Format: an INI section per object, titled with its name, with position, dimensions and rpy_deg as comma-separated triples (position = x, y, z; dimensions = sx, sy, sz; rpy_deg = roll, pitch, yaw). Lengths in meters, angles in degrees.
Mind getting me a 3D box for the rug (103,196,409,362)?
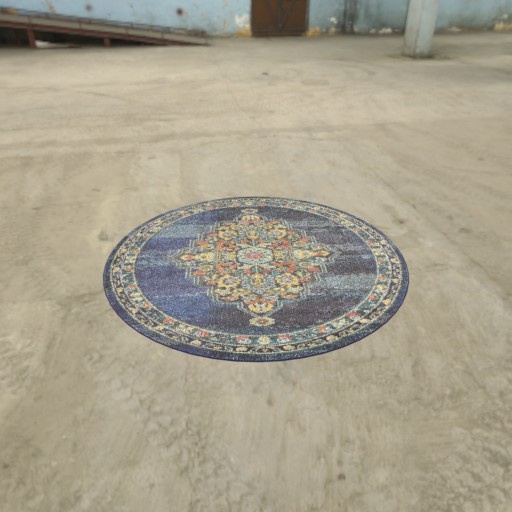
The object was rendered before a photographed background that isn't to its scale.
[rug]
position = 0.000, 0.000, 3.599
dimensions = 2.386, 0.014, 2.386
rpy_deg = 0, 31, 0
